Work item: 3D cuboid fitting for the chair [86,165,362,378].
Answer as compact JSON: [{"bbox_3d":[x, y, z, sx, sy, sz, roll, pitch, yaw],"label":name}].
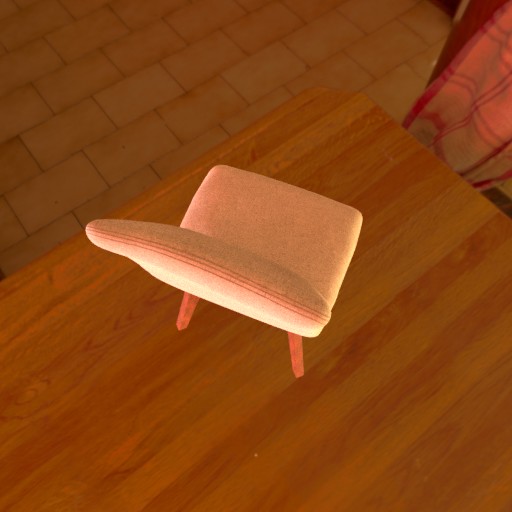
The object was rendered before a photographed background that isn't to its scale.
[{"bbox_3d":[0.000,0.000,1.281,0.522,0.974,0.563,20,67,9],"label":"chair"}]
